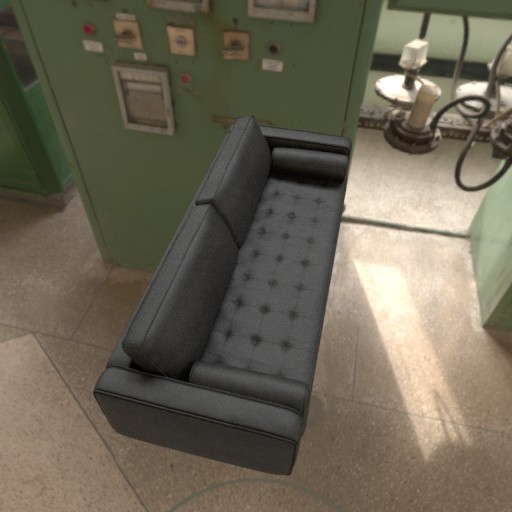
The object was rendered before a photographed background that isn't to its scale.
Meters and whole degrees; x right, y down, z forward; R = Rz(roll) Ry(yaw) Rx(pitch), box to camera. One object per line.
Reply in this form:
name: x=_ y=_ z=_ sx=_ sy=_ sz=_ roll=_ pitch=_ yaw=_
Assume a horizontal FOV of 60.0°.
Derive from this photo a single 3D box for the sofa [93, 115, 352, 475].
sofa: x=0.000 y=0.000 z=2.625 sx=0.914 sy=0.762 sz=2.210 roll=10 pitch=48 yaw=9
